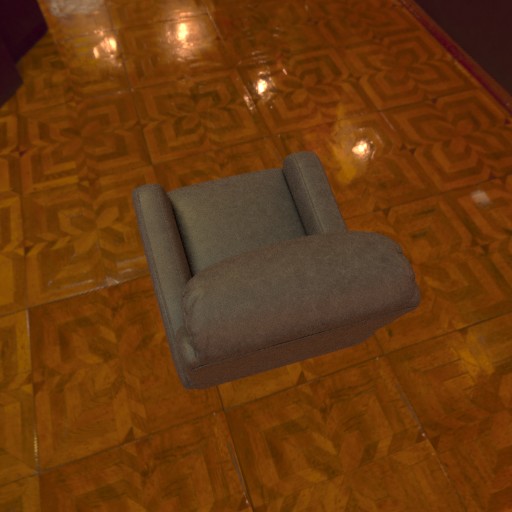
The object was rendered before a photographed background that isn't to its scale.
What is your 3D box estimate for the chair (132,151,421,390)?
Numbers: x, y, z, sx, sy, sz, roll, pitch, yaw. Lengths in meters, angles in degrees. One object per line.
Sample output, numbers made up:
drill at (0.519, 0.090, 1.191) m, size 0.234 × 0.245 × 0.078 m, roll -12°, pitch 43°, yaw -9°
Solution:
chair at (0.000, 0.000, 1.775) m, size 0.865 × 1.067 × 1.067 m, roll -14°, pitch 58°, yaw -9°
